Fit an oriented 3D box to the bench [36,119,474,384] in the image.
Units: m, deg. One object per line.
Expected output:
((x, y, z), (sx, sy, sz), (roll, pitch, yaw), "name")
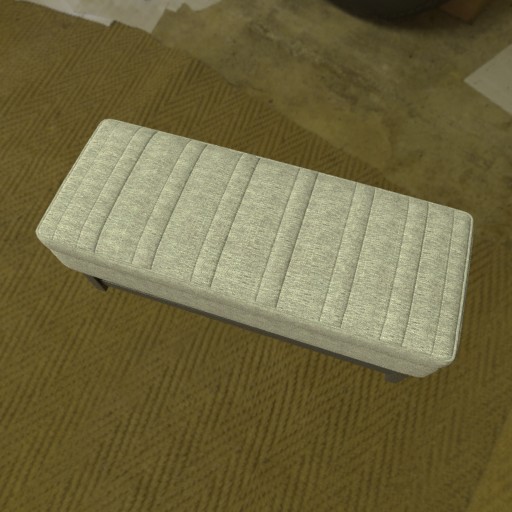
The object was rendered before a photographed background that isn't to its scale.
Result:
((0.000, 0.000, 1.325), (1.100, 0.470, 0.429), (16, 66, 7), "bench")
